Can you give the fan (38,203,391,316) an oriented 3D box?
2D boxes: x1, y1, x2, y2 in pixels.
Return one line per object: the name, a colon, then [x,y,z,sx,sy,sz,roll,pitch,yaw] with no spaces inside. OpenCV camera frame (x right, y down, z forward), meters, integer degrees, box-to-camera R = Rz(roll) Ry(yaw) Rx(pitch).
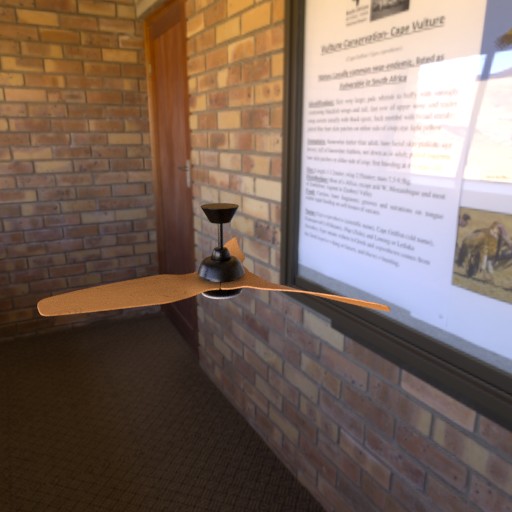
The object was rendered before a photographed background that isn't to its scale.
fan: [0.000,0.000,1.651,1.010,0.355,1.142,8,17,28]
